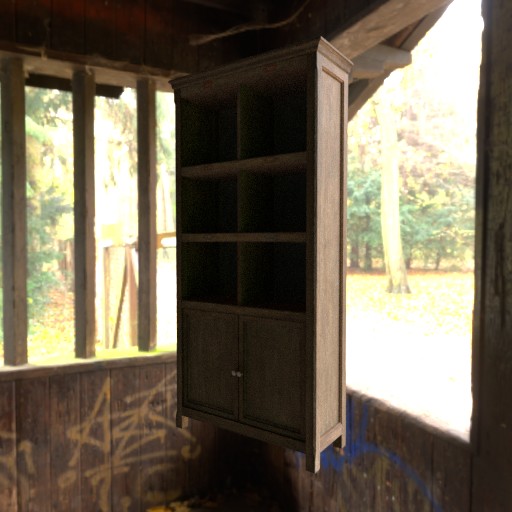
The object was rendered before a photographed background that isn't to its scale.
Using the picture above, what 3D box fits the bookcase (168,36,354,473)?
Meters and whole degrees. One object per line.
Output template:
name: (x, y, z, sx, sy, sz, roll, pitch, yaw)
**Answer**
bookcase: (0.000, 0.000, 2.281, 0.906, 1.880, 0.348, 1, 2, 35)
